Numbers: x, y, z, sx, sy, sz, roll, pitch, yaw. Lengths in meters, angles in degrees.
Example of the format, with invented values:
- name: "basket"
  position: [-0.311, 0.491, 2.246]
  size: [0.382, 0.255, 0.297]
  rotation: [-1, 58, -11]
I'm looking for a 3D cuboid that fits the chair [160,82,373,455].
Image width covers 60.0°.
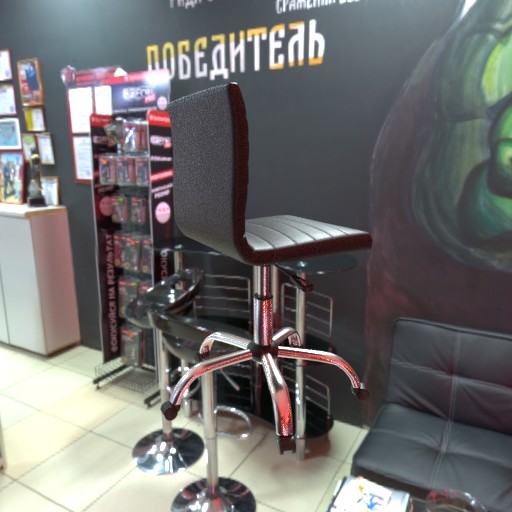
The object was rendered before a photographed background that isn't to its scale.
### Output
- name: "chair"
  position: [0.000, 0.000, 1.143]
  size: [0.530, 0.780, 0.556]
  rotation: [-7, 14, -27]
